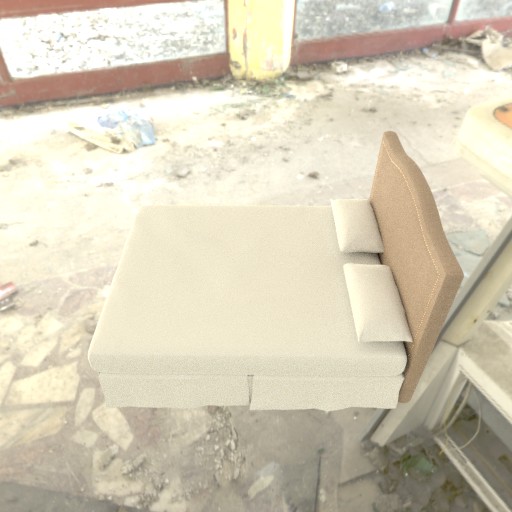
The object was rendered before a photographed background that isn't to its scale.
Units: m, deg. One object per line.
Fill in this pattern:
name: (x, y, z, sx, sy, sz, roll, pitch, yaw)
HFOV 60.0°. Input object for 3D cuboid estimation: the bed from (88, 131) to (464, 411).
bed: (0.000, 0.000, 3.450, 2.282, 1.436, 1.821, 0, 42, 1)
